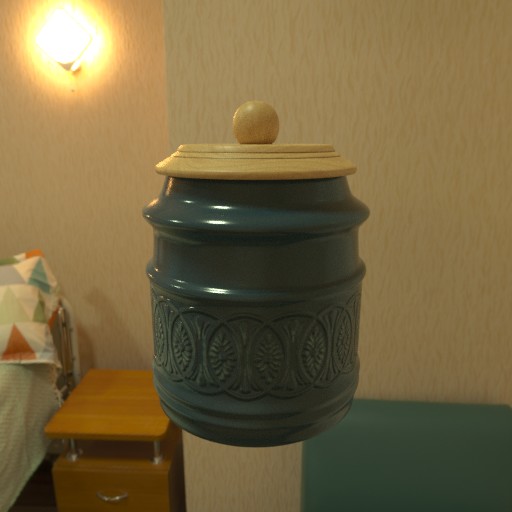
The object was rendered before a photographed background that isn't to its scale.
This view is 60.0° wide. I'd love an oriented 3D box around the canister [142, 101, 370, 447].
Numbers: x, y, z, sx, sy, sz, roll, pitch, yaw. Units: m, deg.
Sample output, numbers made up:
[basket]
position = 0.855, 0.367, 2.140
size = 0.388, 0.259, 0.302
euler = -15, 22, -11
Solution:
[canister]
position = 0.000, 0.000, 0.267
size = 0.130, 0.176, 0.130
euler = 0, 15, 0
